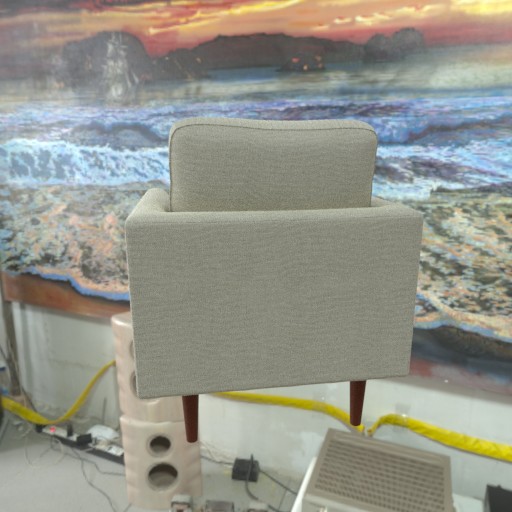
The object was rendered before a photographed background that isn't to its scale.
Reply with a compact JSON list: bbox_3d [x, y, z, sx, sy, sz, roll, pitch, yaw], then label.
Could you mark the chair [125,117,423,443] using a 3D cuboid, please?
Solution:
[{"bbox_3d":[0.000,0.000,1.647,0.858,0.957,0.899,-2,15,-9],"label":"chair"}]
